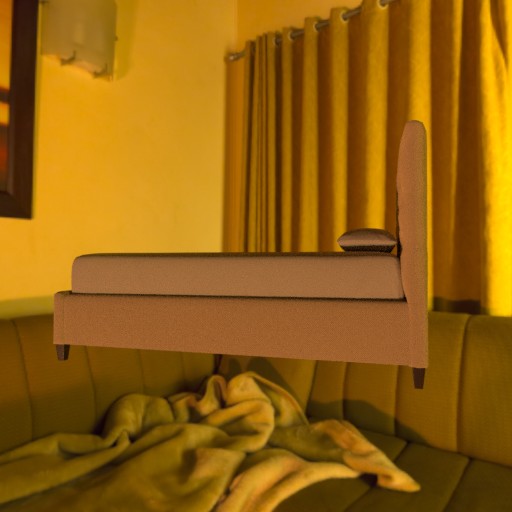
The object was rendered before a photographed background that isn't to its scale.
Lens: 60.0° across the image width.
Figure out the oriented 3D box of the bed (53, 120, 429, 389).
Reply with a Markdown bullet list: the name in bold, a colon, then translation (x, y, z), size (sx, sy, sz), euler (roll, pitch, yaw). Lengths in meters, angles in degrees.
- **bed**: translation (0.000, 0.000, 3.463), size (2.387, 1.427, 1.698), euler (0, -1, 17)
